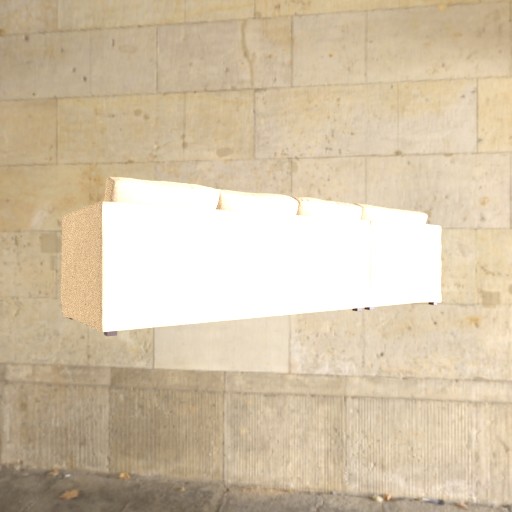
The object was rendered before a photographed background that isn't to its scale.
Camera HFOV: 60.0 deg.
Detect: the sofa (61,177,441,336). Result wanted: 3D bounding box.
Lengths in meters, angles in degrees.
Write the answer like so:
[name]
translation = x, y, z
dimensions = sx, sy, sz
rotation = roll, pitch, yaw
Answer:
[sofa]
translation = 0.000, 0.000, 3.939
dimensions = 3.205, 0.922, 1.650
rotation = 0, 0, -35
